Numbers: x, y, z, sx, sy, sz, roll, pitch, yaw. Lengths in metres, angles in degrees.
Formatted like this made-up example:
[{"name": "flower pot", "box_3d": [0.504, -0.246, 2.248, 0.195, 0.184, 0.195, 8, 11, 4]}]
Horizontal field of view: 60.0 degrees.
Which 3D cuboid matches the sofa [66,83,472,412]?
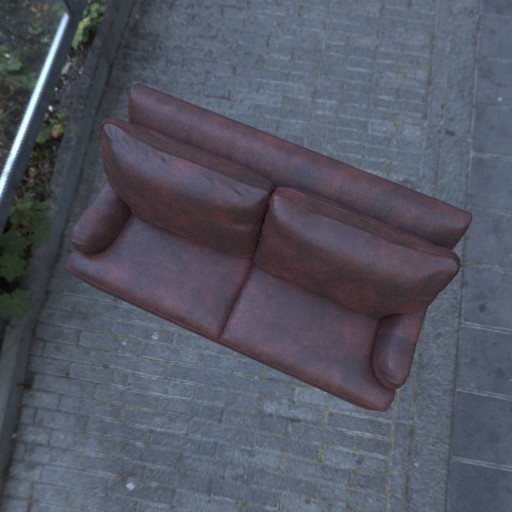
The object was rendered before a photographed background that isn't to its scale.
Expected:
[{"name": "sofa", "box_3d": [0.000, 0.000, 2.749, 2.144, 1.071, 1.147, 23, 76, 6]}]
